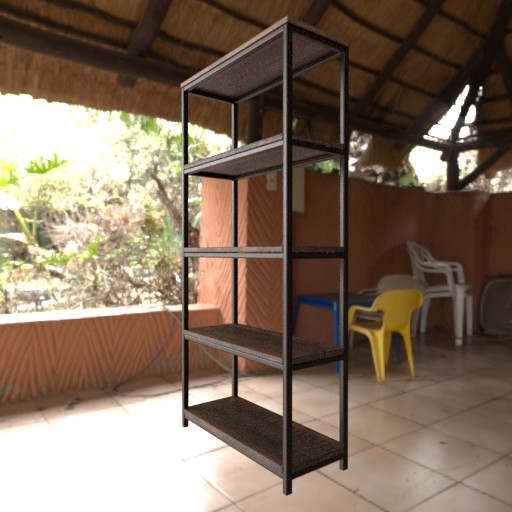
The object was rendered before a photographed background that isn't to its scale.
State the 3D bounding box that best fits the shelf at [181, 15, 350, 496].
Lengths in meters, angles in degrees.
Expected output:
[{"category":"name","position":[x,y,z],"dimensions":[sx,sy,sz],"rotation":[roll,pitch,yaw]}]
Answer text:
[{"category":"shelf","position":[0.000,0.000,2.169],"dimensions":[0.359,1.860,0.874],"rotation":[0,1,-37]}]
